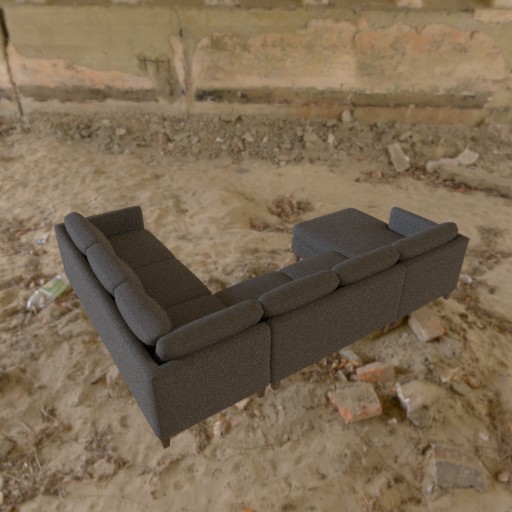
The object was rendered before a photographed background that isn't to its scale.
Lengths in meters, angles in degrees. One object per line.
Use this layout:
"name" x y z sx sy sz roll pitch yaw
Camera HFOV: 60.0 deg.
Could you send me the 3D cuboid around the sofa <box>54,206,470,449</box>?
"sofa" 0.000 0.000 4.442 3.238 0.853 2.551 -19 35 -29
